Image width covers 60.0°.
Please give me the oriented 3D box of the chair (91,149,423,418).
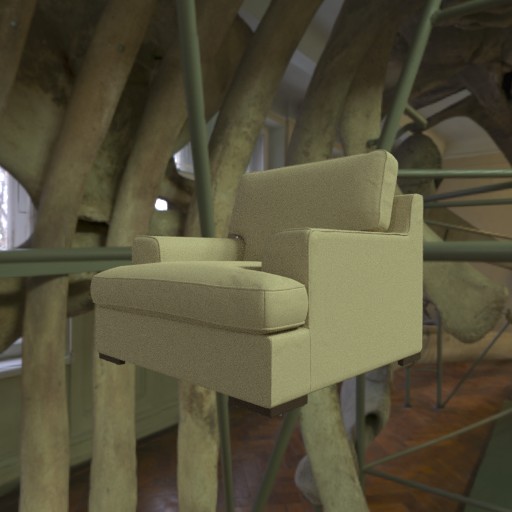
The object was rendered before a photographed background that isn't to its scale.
[{"bbox_3d":[0.000,0.000,2.140,1.293,1.005,1.274,0,0,37],"label":"chair"}]
